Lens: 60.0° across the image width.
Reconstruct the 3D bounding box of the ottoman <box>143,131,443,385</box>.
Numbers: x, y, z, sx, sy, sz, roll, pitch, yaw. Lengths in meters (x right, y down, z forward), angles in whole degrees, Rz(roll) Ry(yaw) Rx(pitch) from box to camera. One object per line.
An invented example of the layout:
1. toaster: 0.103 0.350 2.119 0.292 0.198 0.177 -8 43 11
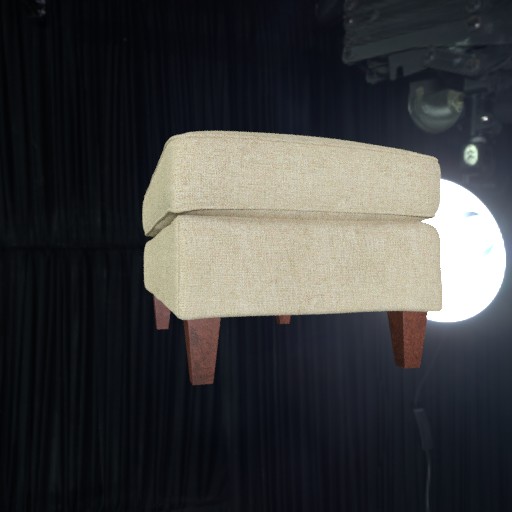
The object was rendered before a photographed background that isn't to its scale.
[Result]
1. ottoman: 0.000 0.000 1.240 0.583 0.484 0.862 0 -1 -17
